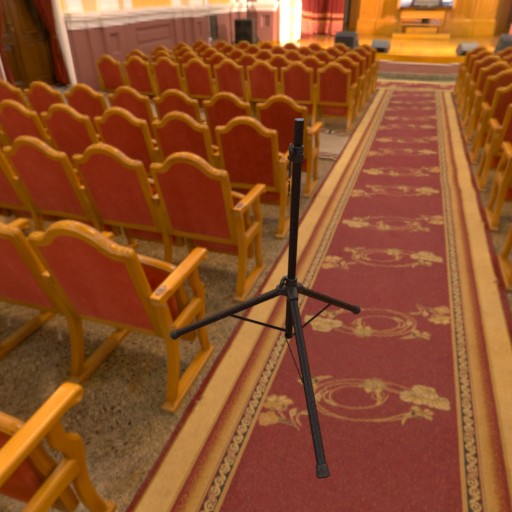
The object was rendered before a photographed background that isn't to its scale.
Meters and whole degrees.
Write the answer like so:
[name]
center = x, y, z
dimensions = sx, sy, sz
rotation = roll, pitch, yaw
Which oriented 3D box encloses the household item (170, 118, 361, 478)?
[household item]
center = 0.000, 0.000, 1.834
dimensions = 0.907, 1.136, 1.045
rotation = 10, 32, 16
